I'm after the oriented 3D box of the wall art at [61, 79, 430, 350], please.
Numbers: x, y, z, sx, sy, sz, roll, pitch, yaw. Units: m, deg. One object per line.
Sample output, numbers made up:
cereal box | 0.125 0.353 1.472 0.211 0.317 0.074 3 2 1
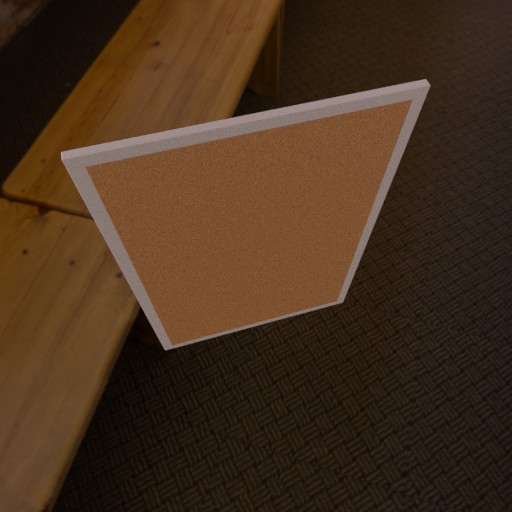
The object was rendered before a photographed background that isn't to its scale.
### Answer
wall art | 0.000 0.000 0.814 0.456 0.656 0.013 -14 60 -8
